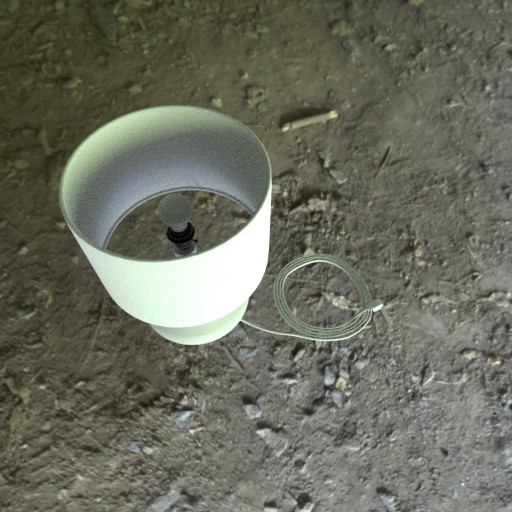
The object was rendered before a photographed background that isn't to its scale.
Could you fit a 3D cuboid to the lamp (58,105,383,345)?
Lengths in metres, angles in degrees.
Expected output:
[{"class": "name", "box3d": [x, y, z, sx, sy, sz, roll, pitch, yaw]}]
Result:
[{"class": "lamp", "box3d": [0.000, 0.000, 0.836, 0.546, 0.457, 0.401, 17, 59, 10]}]
